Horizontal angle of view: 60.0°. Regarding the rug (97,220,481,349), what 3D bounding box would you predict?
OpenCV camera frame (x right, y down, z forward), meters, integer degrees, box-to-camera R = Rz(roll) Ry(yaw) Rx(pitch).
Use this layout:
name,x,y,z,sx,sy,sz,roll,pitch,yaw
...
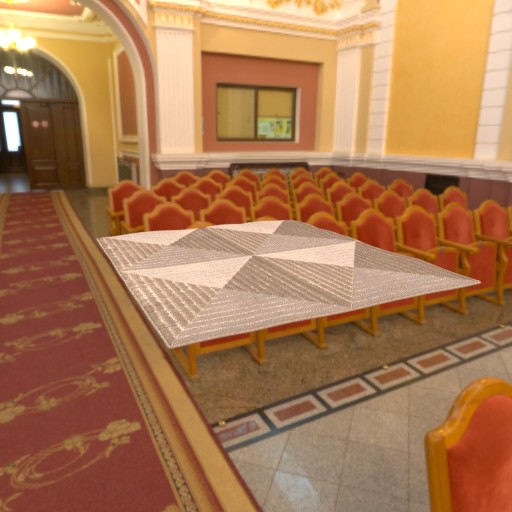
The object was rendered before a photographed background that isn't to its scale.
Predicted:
name,x,y,z,sx,sy,sz,roll,pitch,yaw
rug,0.000,0.000,0.911,0.551,0.008,0.642,-7,17,-25
